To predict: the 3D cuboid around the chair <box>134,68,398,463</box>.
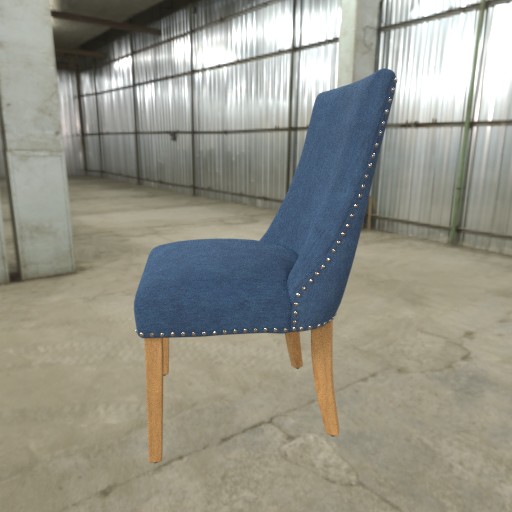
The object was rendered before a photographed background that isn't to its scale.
[{"bbox_3d":[0.000,0.000,1.207,0.610,0.902,0.495,-2,14,-8],"label":"chair"}]
